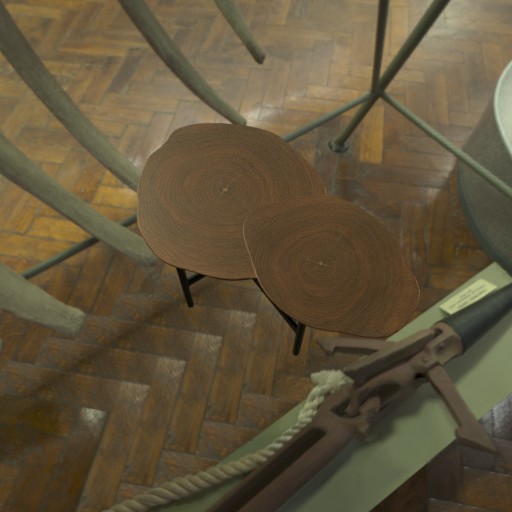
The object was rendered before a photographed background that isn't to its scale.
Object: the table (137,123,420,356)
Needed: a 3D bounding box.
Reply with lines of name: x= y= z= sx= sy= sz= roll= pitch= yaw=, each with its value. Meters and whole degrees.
table: x=0.000 y=0.000 z=1.092 sx=0.442 sy=0.538 sz=0.759 roll=-30 pitch=63 yaw=-17
